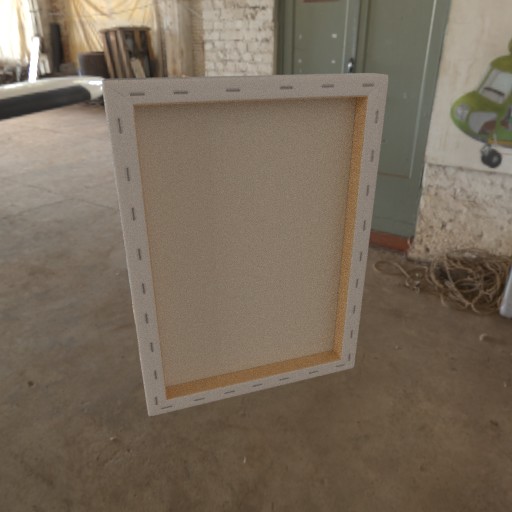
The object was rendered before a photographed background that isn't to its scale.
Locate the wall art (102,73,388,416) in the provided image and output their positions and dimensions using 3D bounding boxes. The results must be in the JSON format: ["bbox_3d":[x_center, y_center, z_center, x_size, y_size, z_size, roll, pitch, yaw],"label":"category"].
[{"bbox_3d":[0.000,0.000,0.814,0.455,0.613,0.037,-8,27,-17],"label":"wall art"}]
